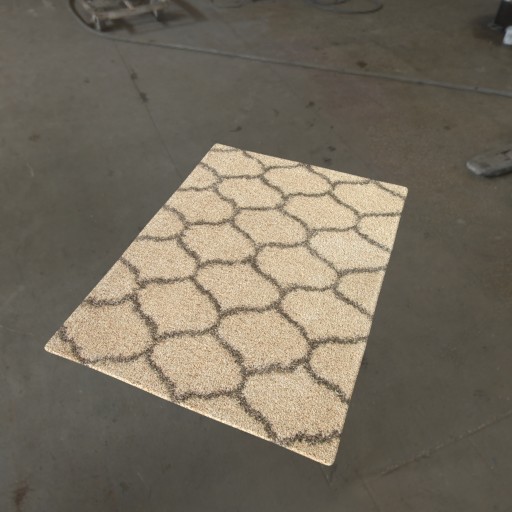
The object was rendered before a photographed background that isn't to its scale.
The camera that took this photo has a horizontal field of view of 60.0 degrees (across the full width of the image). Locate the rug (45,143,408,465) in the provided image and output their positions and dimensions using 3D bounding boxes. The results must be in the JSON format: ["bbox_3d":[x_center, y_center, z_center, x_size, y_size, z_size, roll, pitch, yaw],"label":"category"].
[{"bbox_3d":[0.000,0.000,2.137,1.200,0.025,1.600,16,49,15],"label":"rug"}]
